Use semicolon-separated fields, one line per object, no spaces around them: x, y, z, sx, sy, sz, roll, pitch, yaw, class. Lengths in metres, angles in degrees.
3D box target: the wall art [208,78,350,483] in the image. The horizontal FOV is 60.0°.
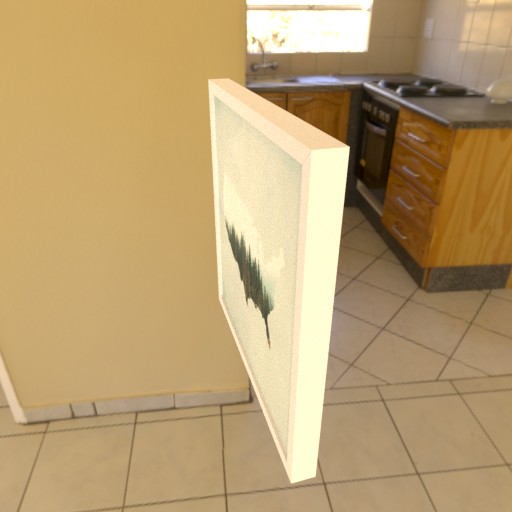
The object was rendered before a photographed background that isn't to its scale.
0.000;0.000;0.457;0.024;0.304;0.304;-8;30;-14;wall art
